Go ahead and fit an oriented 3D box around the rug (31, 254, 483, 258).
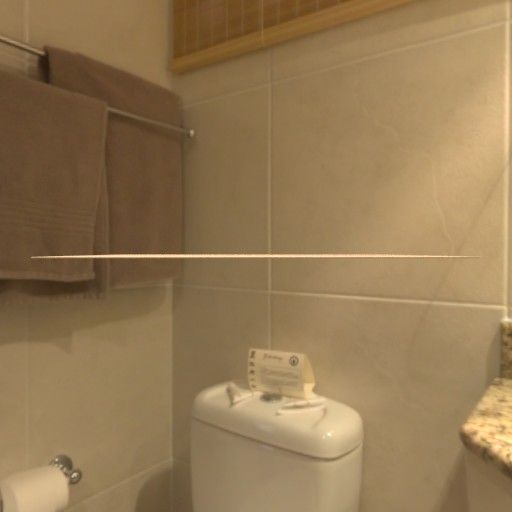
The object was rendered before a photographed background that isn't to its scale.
[{"bbox_3d":[0.000,0.000,2.418,1.850,0.006,1.234,0,1,-1],"label":"rug"}]
